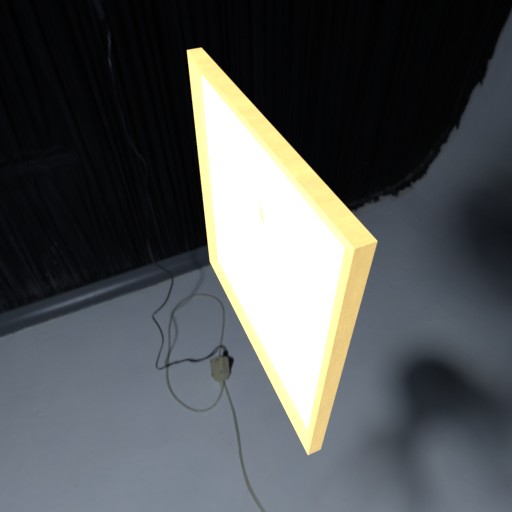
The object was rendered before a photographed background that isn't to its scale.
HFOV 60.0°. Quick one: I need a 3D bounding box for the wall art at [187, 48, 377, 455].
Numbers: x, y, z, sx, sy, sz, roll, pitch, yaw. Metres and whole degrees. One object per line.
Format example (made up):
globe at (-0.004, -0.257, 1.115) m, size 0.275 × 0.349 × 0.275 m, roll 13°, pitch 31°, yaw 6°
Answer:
wall art at (0.000, 0.000, 2.880) m, size 0.097 × 1.936 × 1.935 m, roll -18°, pitch 48°, yaw -16°
